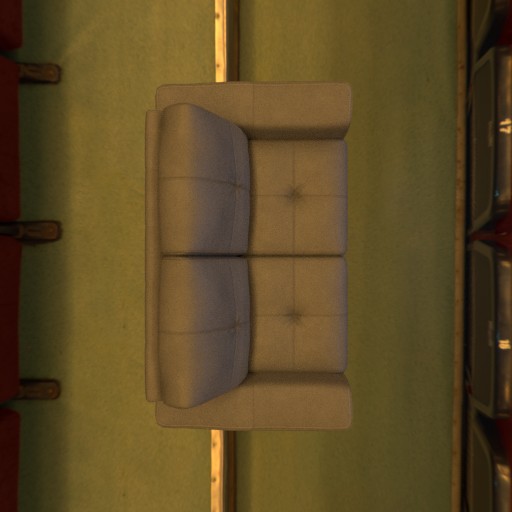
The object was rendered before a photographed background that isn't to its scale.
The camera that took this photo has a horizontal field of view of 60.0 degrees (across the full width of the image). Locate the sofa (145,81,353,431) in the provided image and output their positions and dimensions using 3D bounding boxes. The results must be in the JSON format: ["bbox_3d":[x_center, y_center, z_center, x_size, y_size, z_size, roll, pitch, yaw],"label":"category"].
[{"bbox_3d":[0.000,0.000,2.338,1.018,0.907,1.806,0,90,1],"label":"sofa"}]
